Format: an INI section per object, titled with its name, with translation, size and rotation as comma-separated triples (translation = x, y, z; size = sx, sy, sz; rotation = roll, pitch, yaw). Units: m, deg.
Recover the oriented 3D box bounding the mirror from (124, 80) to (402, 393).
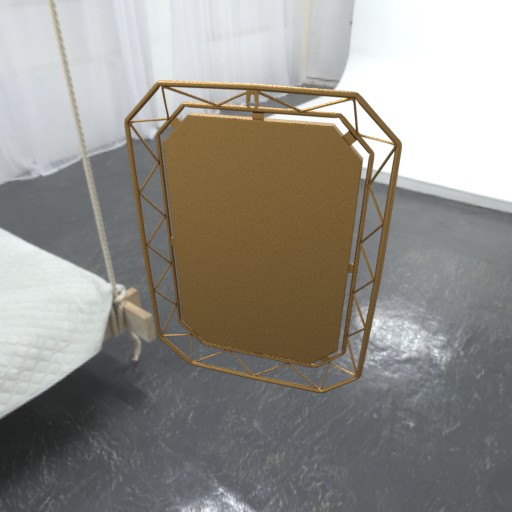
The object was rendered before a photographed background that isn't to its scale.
[mirror]
translation = 0.000, 0.000, 0.758
size = 0.417, 0.566, 0.042
rotation = 9, 33, 13
